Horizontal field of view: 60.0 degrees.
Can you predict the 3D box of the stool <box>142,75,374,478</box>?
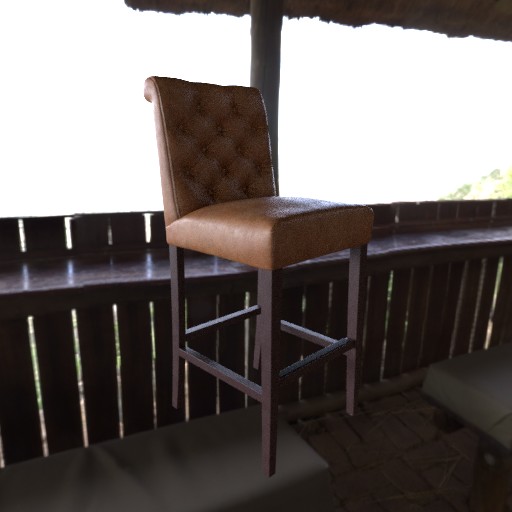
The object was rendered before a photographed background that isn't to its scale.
[{"bbox_3d":[0.000,0.000,1.484,0.493,1.140,0.601,-14,20,-43],"label":"stool"}]
